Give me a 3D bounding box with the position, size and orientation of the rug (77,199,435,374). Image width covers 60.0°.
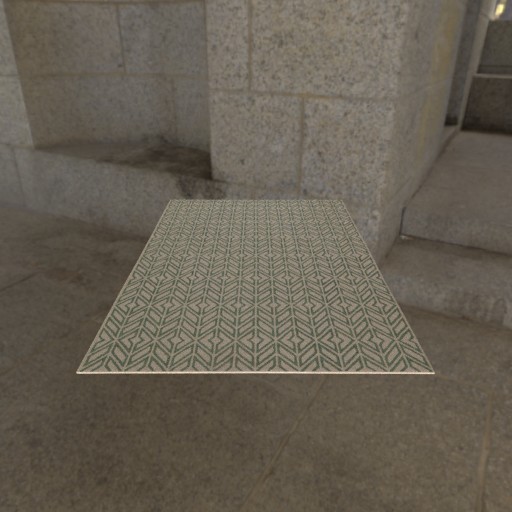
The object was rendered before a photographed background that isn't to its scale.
[{"bbox_3d":[0.000,0.000,2.328,1.220,0.007,1.828,0,26,0],"label":"rug"}]
